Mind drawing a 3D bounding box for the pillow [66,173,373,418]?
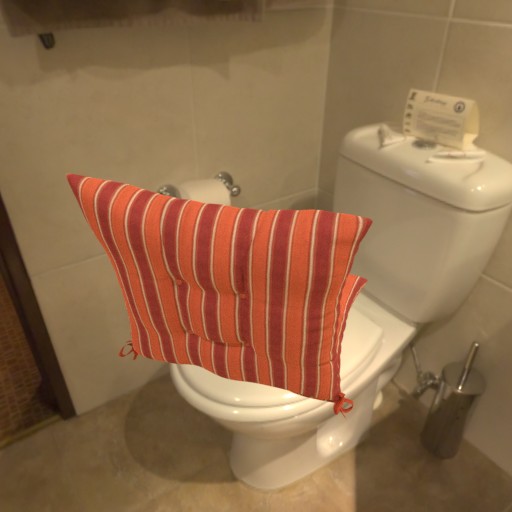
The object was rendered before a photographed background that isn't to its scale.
[{"bbox_3d":[0.000,0.000,1.014,0.541,0.536,0.585,10,35,15],"label":"pillow"}]
